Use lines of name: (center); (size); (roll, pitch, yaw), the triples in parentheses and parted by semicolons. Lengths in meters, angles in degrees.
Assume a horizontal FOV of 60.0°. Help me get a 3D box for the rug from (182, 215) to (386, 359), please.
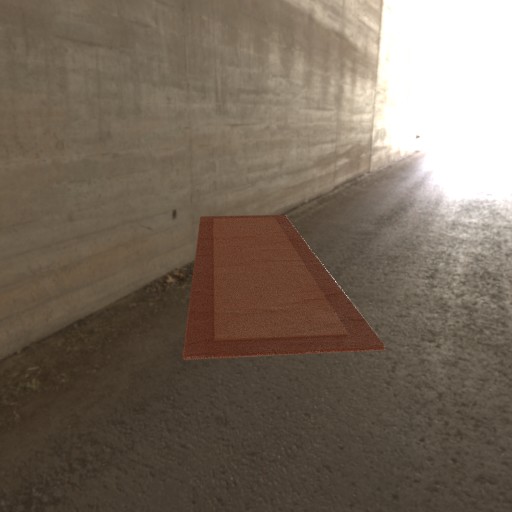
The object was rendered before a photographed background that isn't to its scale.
rug: (0.000, 0.000, 2.775); (0.914, 0.013, 2.471); (-3, 17, -9)
